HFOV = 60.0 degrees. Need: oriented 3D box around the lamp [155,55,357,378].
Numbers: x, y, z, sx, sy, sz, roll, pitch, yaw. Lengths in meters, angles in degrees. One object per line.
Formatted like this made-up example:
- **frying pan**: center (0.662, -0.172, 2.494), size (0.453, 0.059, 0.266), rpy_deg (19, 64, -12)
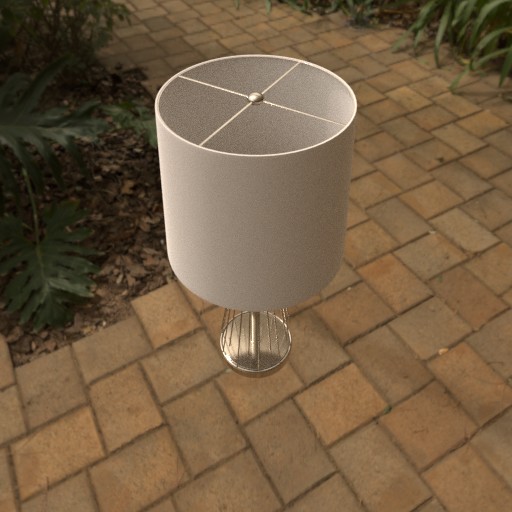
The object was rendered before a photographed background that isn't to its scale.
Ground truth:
- **lamp**: center (0.000, 0.000, 0.797), size (0.303, 0.618, 0.303), rpy_deg (0, 48, 0)
